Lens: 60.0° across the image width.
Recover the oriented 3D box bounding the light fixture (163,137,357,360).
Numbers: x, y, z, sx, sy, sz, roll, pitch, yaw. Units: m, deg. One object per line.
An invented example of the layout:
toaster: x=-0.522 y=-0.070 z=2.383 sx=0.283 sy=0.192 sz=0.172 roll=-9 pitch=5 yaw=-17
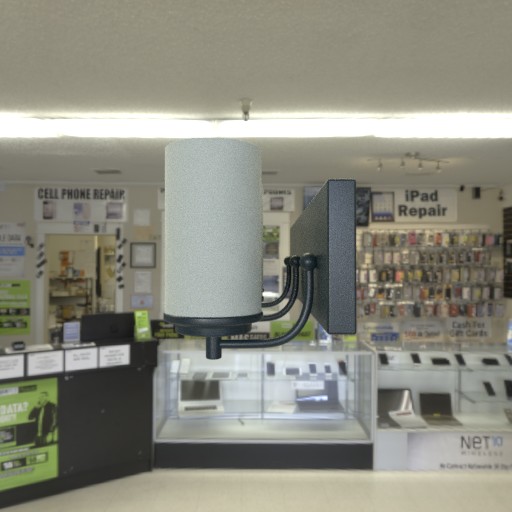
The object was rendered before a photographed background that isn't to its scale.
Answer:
light fixture: x=0.000 y=0.000 z=0.524 sx=0.145 sy=0.172 sz=0.451 roll=0 pitch=-1 yaw=1
